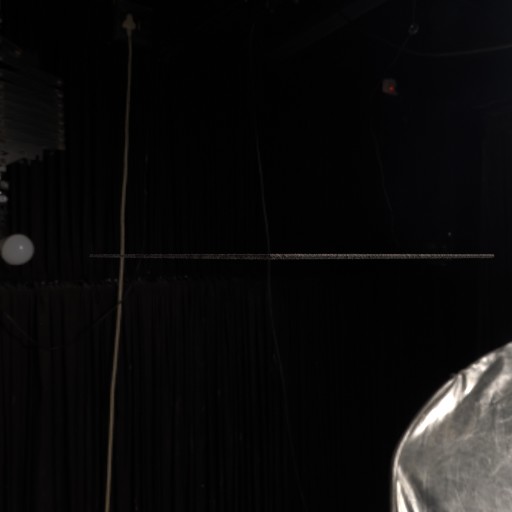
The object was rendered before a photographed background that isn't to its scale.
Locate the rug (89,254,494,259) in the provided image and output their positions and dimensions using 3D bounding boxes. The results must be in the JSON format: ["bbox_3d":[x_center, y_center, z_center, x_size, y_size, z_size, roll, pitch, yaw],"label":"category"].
[{"bbox_3d":[0.000,0.000,2.877,1.501,0.017,2.298,0,0,-35],"label":"rug"}]
